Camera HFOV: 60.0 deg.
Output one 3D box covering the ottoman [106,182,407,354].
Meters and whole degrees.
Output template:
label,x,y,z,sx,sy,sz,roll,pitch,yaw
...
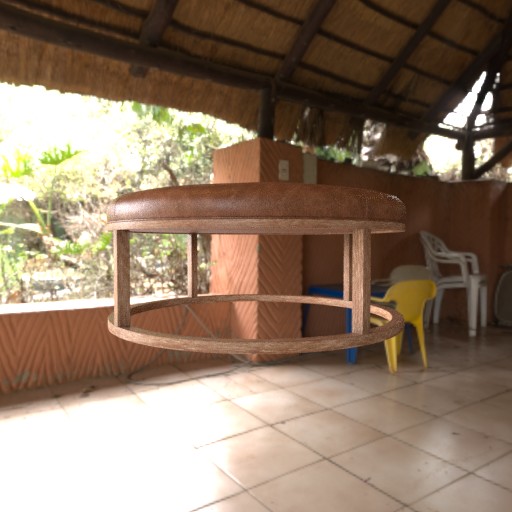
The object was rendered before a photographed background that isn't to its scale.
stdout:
label,x,y,z,sx,sy,sz,roll,pitch,yaw
ottoman,0.000,0.000,1.563,1.006,0.445,1.006,0,2,0
